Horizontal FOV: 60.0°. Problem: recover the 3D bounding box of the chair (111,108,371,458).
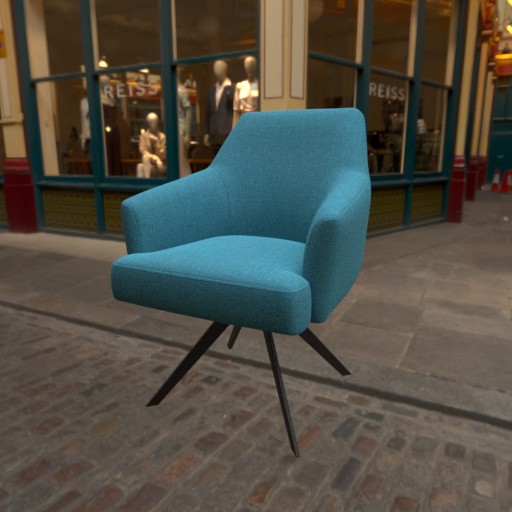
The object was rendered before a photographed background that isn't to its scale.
[{"bbox_3d":[0.000,0.000,1.321,0.642,0.874,0.677,7,15,27],"label":"chair"}]
